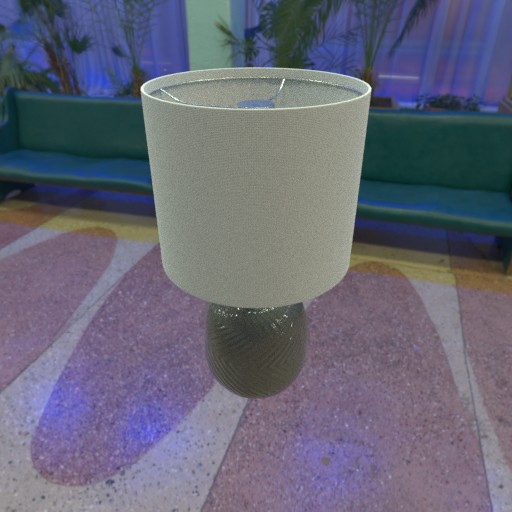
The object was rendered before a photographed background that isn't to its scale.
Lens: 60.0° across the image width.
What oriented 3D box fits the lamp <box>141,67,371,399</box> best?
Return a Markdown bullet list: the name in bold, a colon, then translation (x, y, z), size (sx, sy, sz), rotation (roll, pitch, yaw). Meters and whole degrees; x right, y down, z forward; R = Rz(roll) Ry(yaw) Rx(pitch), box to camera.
- **lamp**: translation (0.000, 0.000, 0.499), size (0.207, 0.366, 0.207), rotation (10, 32, 16)
